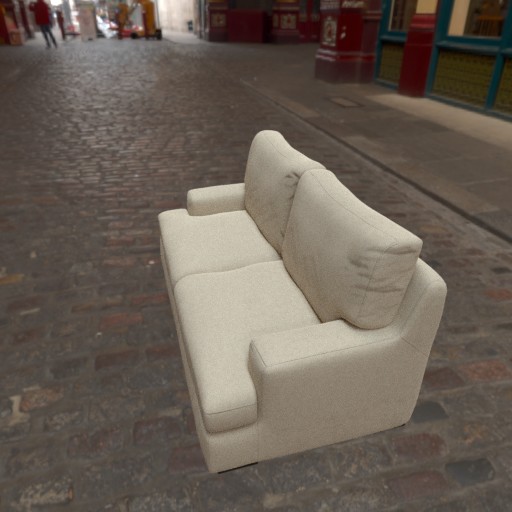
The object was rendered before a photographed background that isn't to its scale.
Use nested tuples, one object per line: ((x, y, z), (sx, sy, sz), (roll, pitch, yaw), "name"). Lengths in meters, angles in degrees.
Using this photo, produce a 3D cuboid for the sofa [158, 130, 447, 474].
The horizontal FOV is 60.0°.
((0.000, 0.000, 2.448), (0.962, 0.967, 1.885), (-8, 31, -14), "sofa")
